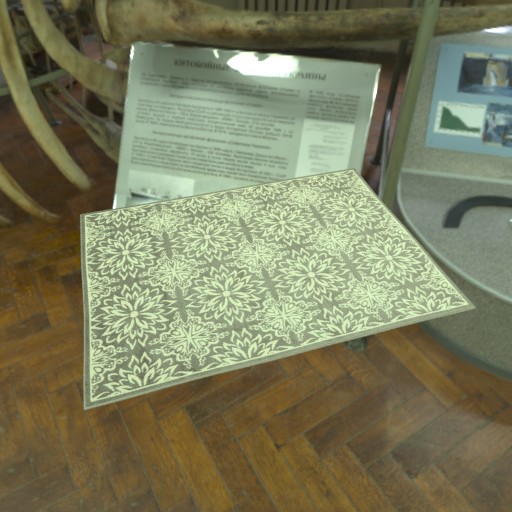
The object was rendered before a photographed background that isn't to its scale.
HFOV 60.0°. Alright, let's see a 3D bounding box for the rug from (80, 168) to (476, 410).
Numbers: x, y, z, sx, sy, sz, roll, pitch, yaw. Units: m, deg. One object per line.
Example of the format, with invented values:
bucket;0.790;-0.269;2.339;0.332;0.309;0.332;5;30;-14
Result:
rug;0.000;0.000;2.929;2.213;0.014;1.608;-12;44;-12
